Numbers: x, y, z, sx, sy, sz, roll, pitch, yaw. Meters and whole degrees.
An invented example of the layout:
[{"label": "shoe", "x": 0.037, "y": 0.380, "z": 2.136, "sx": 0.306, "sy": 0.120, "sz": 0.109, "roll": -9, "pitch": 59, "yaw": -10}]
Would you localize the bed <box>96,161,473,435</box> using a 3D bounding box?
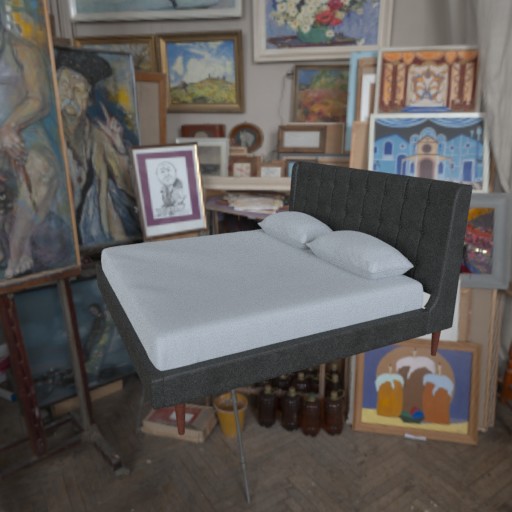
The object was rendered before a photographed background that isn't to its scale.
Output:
[{"label": "bed", "x": 0.000, "y": 0.000, "z": 3.239, "sx": 2.031, "sy": 1.158, "sz": 1.903, "roll": -8, "pitch": 19, "yaw": -25}]
